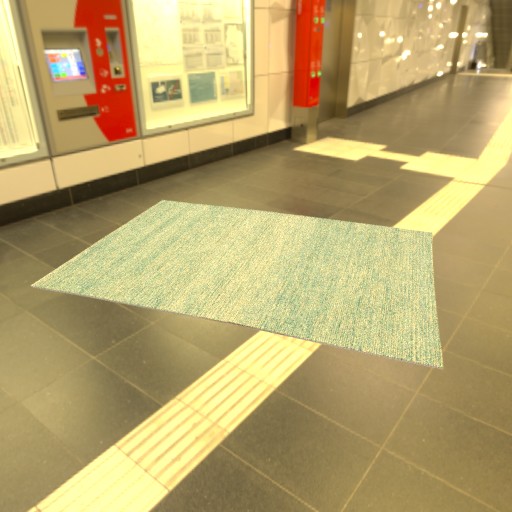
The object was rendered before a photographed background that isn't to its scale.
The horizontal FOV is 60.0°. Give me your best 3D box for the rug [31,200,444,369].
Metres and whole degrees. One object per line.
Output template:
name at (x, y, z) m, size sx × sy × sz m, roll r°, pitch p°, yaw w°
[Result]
rug at (0.000, 0.000, 2.983) m, size 2.305 × 0.029 × 1.593 m, roll 9°, pitch 28°, yaw 16°
